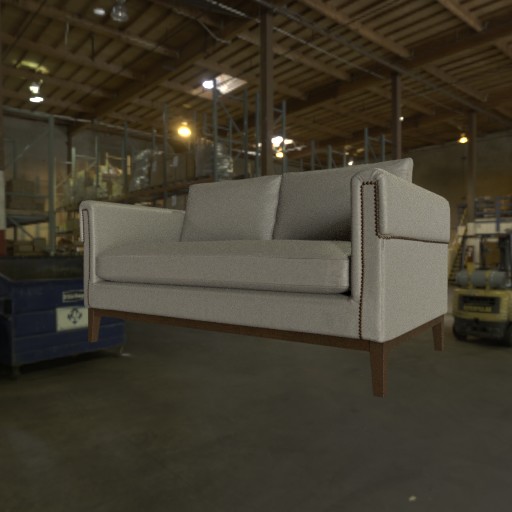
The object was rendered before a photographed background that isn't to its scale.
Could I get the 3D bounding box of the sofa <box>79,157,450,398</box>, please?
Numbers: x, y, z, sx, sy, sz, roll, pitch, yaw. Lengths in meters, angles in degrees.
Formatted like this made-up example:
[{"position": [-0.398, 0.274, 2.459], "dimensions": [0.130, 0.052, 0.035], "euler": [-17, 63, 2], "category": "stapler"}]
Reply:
[{"position": [0.000, 0.000, 2.140], "dimensions": [1.598, 0.873, 0.899], "euler": [0, 0, 35], "category": "sofa"}]
